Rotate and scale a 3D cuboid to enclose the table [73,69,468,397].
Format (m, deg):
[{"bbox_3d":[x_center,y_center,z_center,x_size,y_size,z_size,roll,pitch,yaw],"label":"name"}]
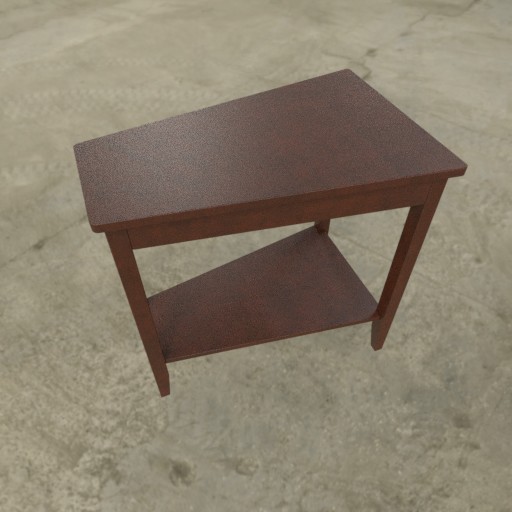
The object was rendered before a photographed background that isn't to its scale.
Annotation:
[{"bbox_3d":[0.000,0.000,0.999,0.605,0.589,0.399,-16,49,-15],"label":"table"}]
